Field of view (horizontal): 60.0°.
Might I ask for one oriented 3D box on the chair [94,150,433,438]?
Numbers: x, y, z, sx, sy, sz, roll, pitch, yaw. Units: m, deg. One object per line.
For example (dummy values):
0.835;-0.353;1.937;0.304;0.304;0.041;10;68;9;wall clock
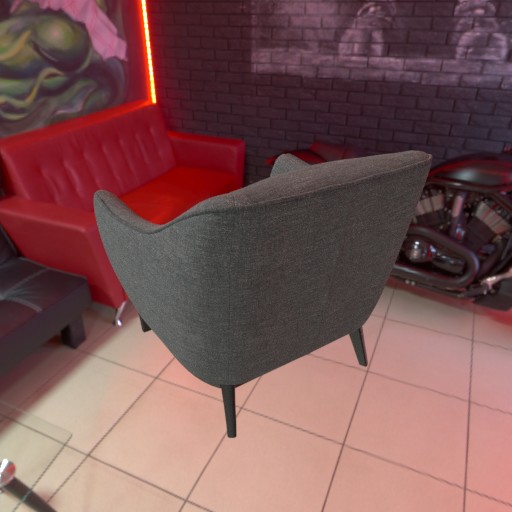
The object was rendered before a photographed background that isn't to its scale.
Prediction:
0.000;0.000;1.552;0.870;0.829;0.851;-18;34;-29;chair
